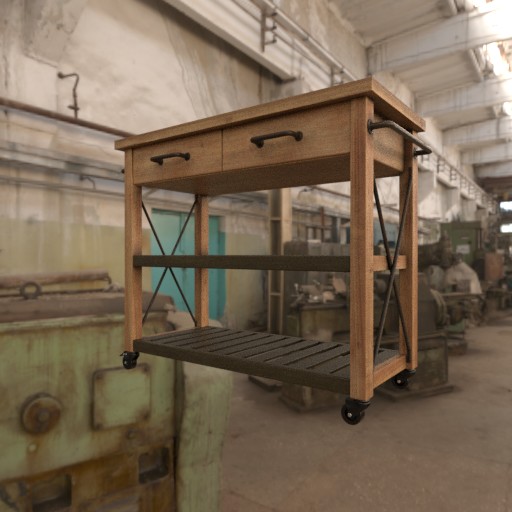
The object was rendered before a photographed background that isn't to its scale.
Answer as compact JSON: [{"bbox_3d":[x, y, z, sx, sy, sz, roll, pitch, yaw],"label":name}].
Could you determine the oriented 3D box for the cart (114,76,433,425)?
[{"bbox_3d":[0.000,0.000,0.982,0.686,0.554,0.298,0,0,37],"label":"cart"}]
